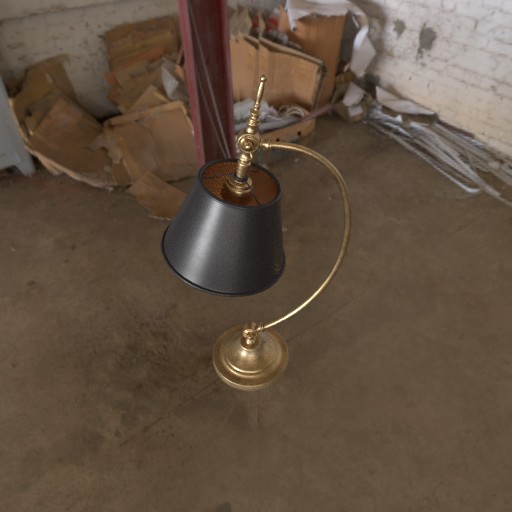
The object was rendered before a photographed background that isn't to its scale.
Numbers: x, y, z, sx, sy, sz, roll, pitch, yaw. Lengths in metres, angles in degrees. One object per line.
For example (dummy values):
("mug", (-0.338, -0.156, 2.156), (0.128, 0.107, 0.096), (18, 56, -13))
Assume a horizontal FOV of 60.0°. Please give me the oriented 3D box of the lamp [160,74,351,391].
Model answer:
("lamp", (0.000, 0.000, 0.836), (0.344, 0.675, 0.235), (-1, 43, -1))
